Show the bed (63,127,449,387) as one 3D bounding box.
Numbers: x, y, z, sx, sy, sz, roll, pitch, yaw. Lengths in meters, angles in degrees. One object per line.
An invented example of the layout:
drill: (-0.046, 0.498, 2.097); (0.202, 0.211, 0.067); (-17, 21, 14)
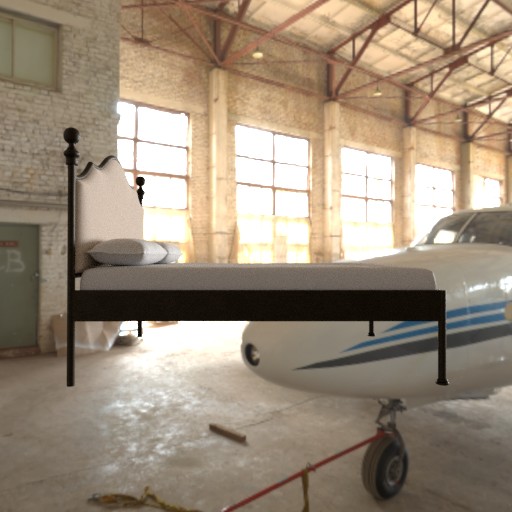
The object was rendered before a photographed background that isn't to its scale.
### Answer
bed: (0.000, 0.000, 3.338); (2.224, 1.499, 1.642); (0, 0, 0)
